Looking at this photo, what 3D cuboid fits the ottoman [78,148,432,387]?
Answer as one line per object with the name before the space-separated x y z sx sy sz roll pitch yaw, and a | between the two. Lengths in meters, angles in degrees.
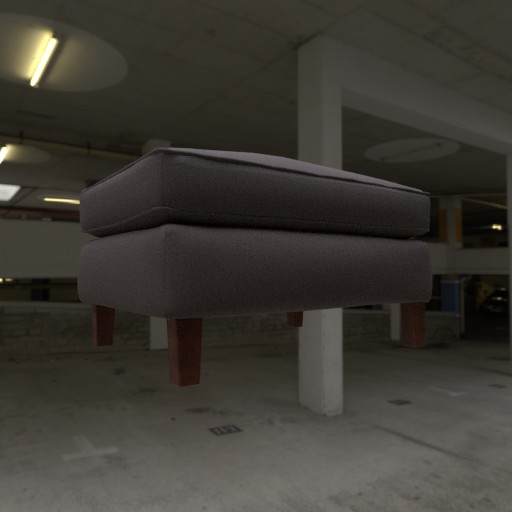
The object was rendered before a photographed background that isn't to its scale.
ottoman | 0.000 0.000 1.006 0.686 0.406 0.508 1 -2 -35
